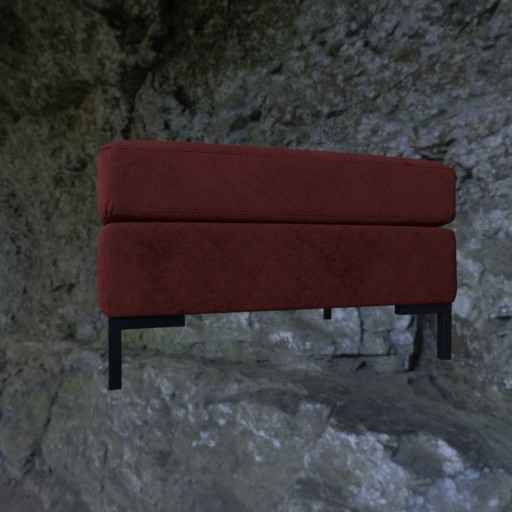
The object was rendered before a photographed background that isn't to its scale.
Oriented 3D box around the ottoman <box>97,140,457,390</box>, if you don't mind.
[{"bbox_3d":[0.000,0.000,1.178,0.782,0.462,0.650,0,1,-17],"label":"ottoman"}]
